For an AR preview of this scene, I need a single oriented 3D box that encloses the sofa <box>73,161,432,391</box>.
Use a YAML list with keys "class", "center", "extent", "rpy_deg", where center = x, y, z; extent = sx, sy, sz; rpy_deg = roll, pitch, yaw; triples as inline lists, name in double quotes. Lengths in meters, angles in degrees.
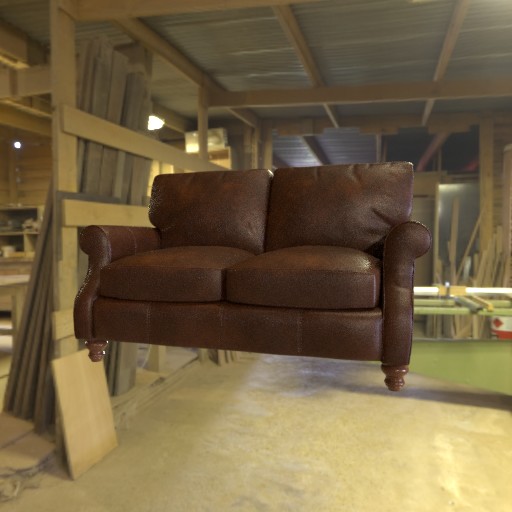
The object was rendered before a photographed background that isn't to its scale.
- class: "sofa"
  center: [0.000, 0.000, 2.231]
  extent: [1.616, 0.976, 0.990]
  rpy_deg: [1, 2, 18]
